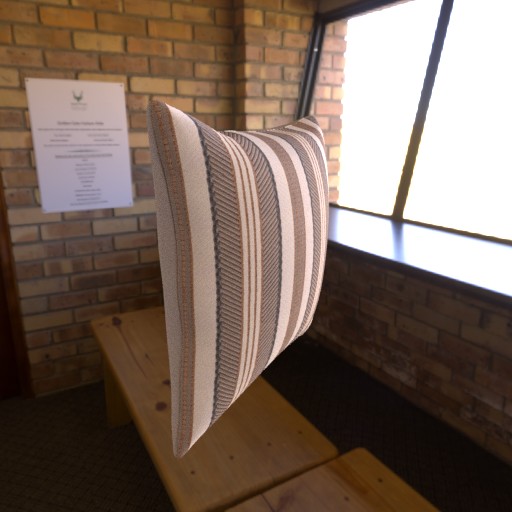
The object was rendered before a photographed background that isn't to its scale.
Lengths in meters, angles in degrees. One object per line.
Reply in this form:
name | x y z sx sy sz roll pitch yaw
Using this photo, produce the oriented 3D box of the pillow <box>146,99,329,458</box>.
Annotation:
pillow | 0.000 0.000 0.638 0.173 0.401 0.416 8 17 27
